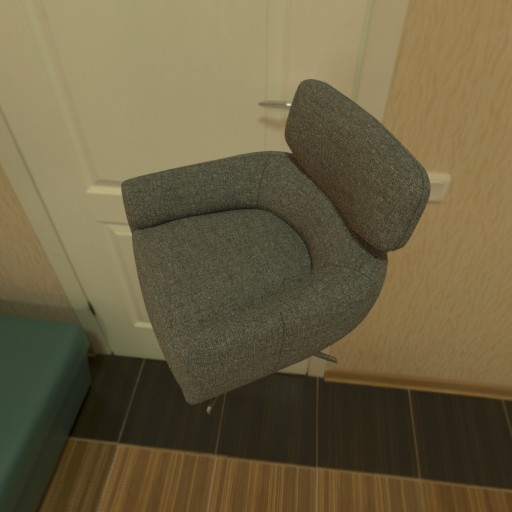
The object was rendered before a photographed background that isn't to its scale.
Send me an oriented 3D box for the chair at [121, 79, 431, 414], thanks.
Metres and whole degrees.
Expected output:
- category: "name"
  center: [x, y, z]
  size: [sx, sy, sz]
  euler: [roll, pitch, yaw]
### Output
- category: "chair"
  center: [0.000, 0.000, 1.361]
  size: [0.715, 0.812, 0.706]
  euler: [-17, 49, -15]
